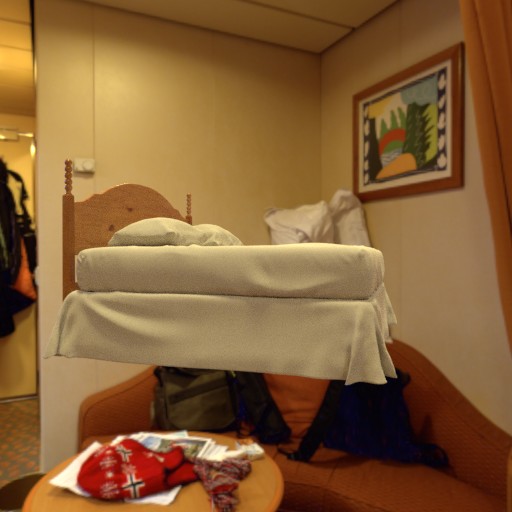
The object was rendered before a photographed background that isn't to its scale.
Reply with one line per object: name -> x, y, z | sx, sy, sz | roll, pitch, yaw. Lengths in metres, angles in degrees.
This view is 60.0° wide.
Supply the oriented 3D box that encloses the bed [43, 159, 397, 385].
bed -> 0.000, 0.000, 3.645 | 2.219, 1.355, 2.322 | 0, 0, 18
